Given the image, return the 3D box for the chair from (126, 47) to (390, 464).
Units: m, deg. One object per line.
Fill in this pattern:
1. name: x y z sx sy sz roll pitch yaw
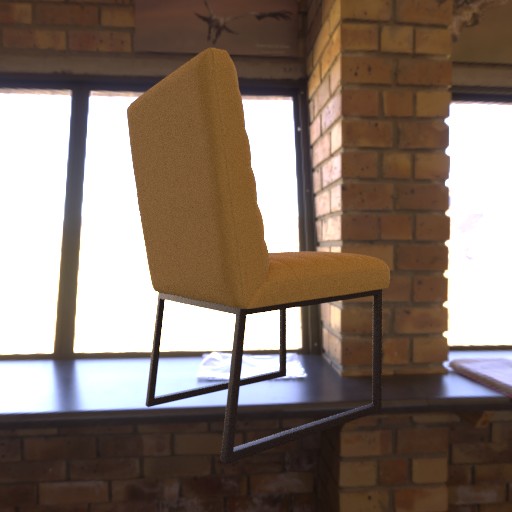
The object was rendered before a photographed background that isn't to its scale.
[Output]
1. chair: 0.000 0.000 1.331 0.634 0.930 0.520 -1 1 -36
